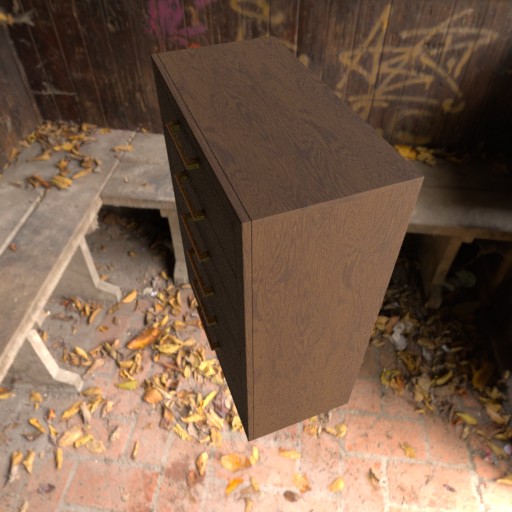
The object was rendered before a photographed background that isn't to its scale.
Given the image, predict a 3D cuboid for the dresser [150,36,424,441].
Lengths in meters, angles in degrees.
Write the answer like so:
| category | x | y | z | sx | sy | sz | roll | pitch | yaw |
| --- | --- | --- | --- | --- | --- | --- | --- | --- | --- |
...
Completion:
| category | x | y | z | sx | sy | sz | roll | pitch | yaw |
| --- | --- | --- | --- | --- | --- | --- | --- | --- | --- |
| dresser | 0.000 | 0.000 | 1.812 | 0.516 | 1.320 | 0.964 | -16 | 49 | -14 |
